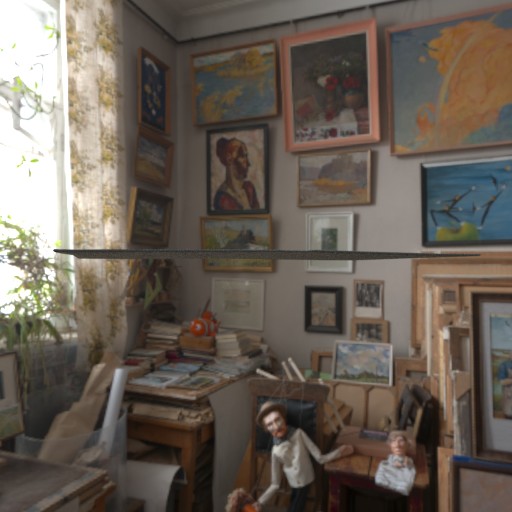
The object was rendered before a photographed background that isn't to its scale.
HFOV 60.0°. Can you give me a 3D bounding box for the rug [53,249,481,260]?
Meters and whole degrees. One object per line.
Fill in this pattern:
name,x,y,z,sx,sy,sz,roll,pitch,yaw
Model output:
rug,0.000,0.000,2.356,1.853,0.022,1.174,1,-2,-17
